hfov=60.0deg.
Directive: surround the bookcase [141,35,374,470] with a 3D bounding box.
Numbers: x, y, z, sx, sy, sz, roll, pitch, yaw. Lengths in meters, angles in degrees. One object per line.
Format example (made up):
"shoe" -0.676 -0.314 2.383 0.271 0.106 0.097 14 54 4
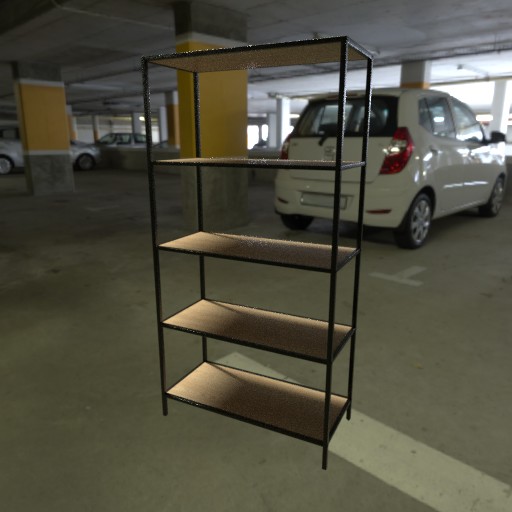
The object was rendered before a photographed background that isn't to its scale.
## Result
"bookcase" 0.000 0.000 1.798 0.770 1.500 0.350 7 16 26
